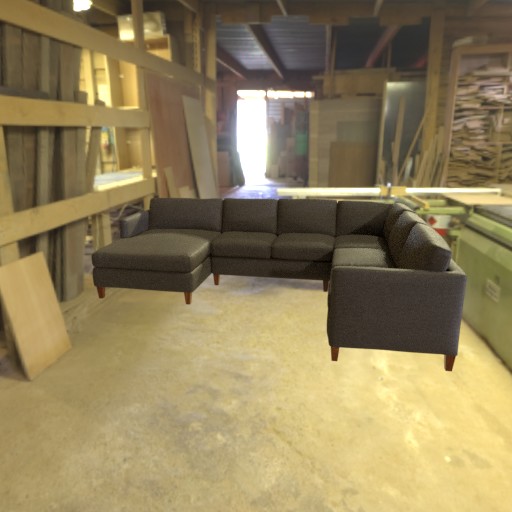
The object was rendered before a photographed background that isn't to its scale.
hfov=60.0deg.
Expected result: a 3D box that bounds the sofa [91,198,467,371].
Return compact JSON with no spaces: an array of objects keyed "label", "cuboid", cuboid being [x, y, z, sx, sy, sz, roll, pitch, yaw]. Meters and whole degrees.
[{"label":"sofa","cuboid":[0.000,0.000,4.603,3.460,0.961,2.594,3,15,10]}]
